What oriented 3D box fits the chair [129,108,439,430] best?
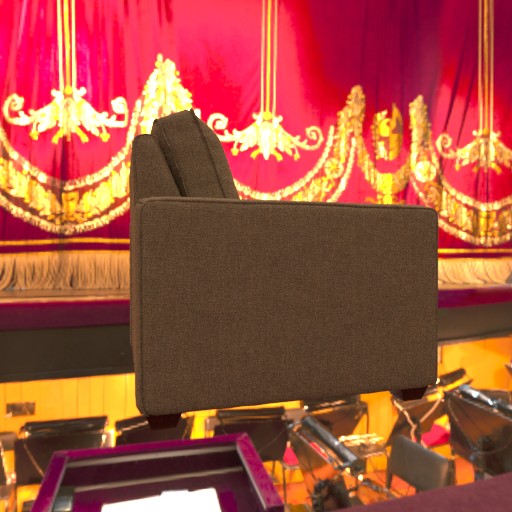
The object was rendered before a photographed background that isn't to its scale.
[{"bbox_3d":[0.000,0.000,1.725,0.940,0.914,1.016,0,1,-17],"label":"chair"}]
